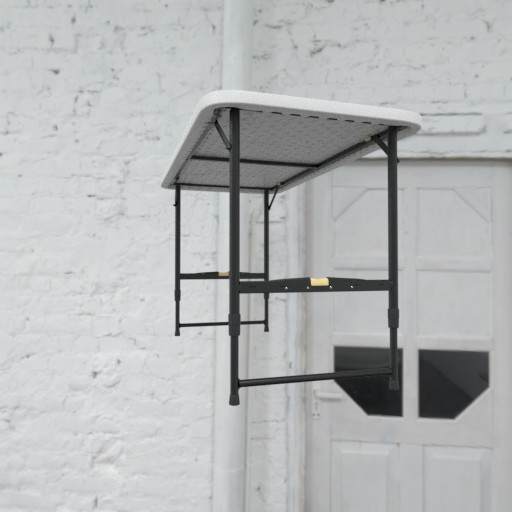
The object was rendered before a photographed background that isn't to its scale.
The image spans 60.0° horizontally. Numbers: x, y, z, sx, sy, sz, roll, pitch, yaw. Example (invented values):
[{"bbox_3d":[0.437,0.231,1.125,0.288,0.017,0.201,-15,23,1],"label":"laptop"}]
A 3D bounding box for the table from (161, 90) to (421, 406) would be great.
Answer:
[{"bbox_3d":[0.000,0.000,1.654,0.610,0.737,1.219,0,-1,-17],"label":"table"}]
